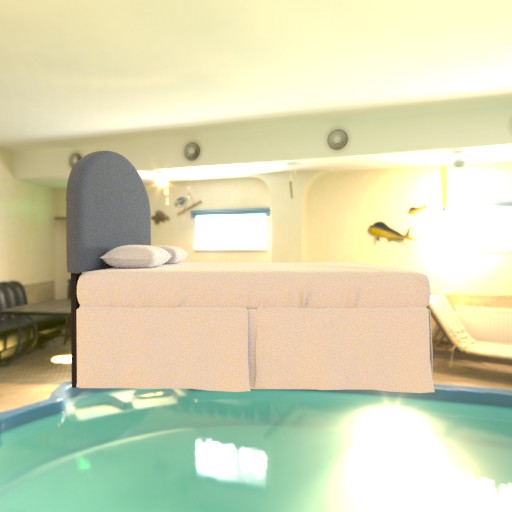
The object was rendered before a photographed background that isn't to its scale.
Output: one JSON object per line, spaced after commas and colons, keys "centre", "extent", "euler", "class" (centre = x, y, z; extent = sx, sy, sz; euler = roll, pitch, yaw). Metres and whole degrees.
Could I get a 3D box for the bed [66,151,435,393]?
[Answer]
{"centre": [0.000, 0.000, 3.102], "extent": [2.005, 1.410, 1.607], "euler": [0, 1, 1], "class": "bed"}
